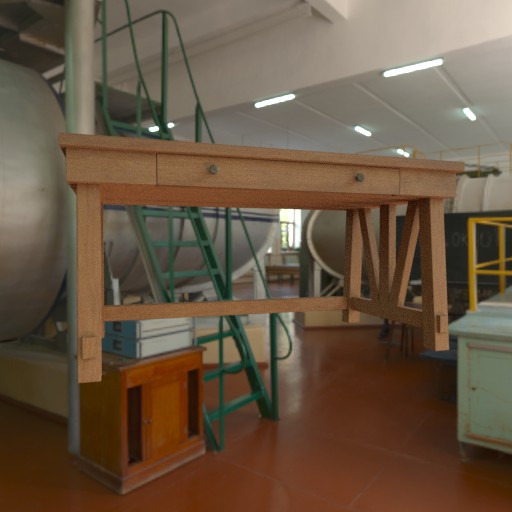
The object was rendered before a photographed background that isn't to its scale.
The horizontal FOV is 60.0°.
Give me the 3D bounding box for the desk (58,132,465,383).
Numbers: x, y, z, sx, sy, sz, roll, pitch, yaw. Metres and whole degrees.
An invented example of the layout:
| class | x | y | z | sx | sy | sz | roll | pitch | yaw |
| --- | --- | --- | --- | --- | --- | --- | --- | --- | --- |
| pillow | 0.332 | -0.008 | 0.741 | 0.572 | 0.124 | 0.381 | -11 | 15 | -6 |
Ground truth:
| class | x | y | z | sx | sy | sz | roll | pitch | yaw |
| --- | --- | --- | --- | --- | --- | --- | --- | --- | --- |
| desk | 0.000 | 0.000 | 1.942 | 1.499 | 0.762 | 0.813 | 0 | 1 | -18 |
